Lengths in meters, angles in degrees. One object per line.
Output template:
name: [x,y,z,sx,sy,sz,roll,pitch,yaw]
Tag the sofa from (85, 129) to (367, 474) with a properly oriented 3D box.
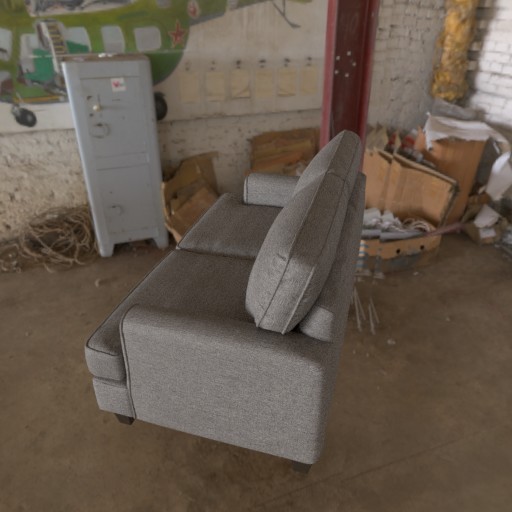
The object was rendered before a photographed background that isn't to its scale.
sofa: [0.000,0.000,2.227,0.965,0.965,1.651,8,31,14]
